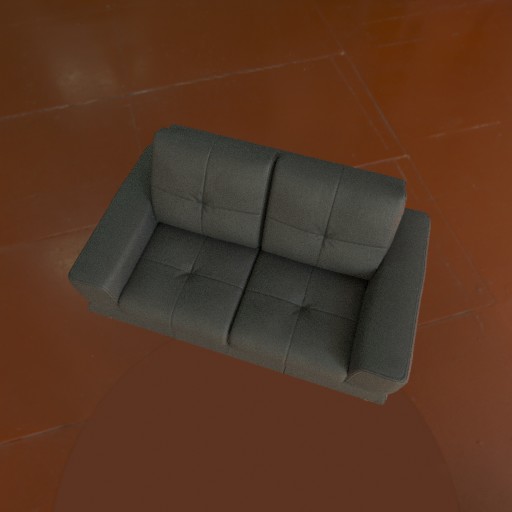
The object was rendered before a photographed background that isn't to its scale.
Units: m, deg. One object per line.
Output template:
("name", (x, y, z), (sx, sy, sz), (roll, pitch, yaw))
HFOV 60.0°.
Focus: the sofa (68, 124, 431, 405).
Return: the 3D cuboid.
("sofa", (0.000, 0.000, 2.468), (1.806, 0.907, 1.018), (16, 61, 9))
